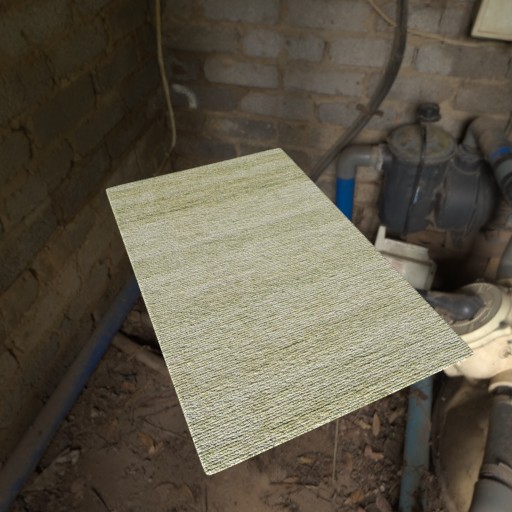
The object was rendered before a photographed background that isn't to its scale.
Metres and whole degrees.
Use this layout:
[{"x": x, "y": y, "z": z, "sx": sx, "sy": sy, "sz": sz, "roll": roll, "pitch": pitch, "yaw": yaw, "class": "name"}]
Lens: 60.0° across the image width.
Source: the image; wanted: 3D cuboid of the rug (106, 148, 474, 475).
[{"x": 0.000, "y": 0.000, "z": 2.182, "sx": 1.143, "sy": 0.010, "sz": 1.758, "roll": -17, "pitch": 46, "yaw": -17, "class": "rug"}]
